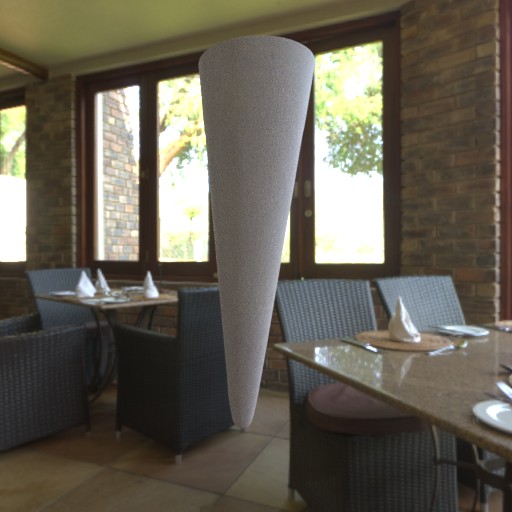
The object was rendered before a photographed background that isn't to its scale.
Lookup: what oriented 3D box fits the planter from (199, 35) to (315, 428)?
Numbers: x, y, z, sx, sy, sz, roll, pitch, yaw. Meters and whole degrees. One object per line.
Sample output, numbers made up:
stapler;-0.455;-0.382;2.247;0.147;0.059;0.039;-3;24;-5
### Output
planter;0.000;0.000;0.302;0.078;0.259;0.087;0;0;-19
